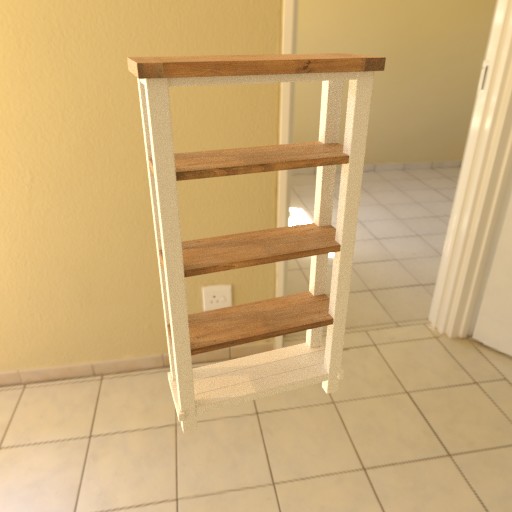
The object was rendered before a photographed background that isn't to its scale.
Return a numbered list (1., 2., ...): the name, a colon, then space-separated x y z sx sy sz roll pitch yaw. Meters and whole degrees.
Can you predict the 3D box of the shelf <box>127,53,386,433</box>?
1. shelf: 0.000 0.000 2.292 1.022 1.878 0.381 -9 29 -17
